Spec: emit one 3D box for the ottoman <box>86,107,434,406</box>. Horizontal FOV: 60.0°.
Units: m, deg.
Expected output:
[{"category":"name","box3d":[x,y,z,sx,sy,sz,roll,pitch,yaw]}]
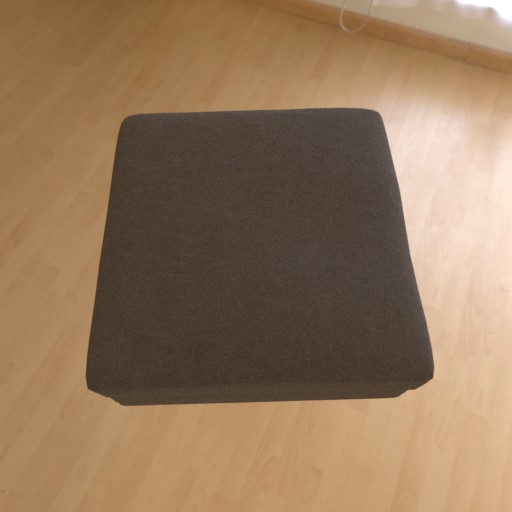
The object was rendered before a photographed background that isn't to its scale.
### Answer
[{"category":"ottoman","box3d":[0.000,0.000,1.409,0.861,0.482,0.881,-1,63,-1]}]
